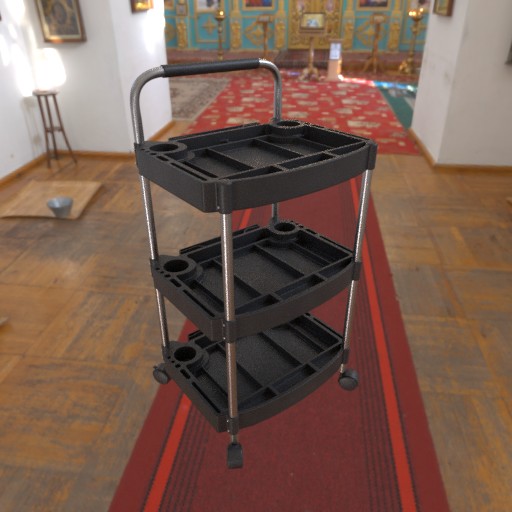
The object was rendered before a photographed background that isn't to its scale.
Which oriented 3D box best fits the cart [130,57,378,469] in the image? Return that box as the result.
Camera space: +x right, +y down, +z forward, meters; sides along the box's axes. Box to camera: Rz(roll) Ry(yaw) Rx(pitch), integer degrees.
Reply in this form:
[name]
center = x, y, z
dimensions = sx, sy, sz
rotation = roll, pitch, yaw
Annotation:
[cart]
center = 0.000, 0.000, 1.366
dimensions = 0.584, 1.075, 0.518
rotation = -21, 36, -32
